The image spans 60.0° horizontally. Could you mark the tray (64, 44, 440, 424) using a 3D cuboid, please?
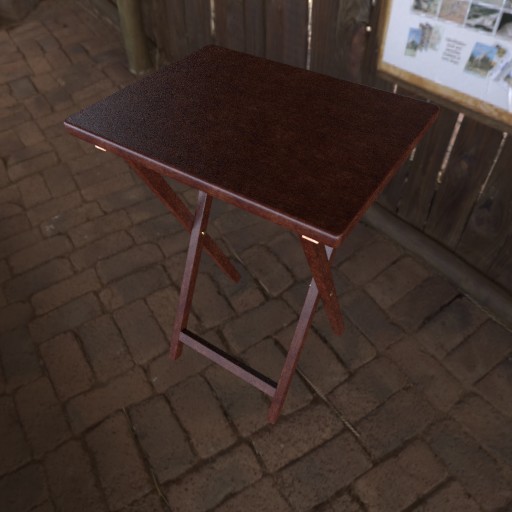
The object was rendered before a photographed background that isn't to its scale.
[{"bbox_3d":[0.000,0.000,0.947,0.483,0.660,0.381,25,51,23],"label":"tray"}]
